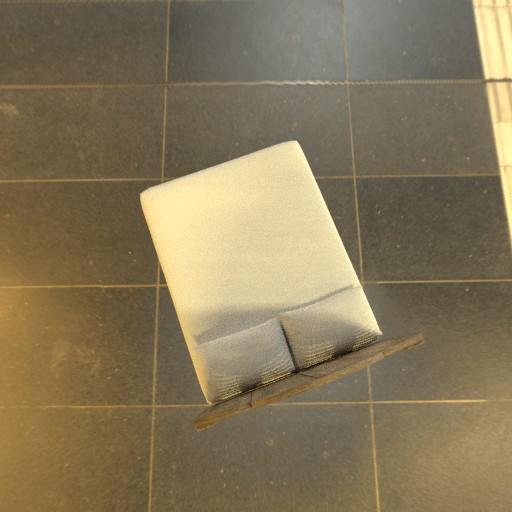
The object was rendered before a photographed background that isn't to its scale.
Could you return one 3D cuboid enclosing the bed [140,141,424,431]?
[{"bbox_3d":[0.000,0.000,3.587,1.713,2.019,2.138,-20,77,-5],"label":"bed"}]
